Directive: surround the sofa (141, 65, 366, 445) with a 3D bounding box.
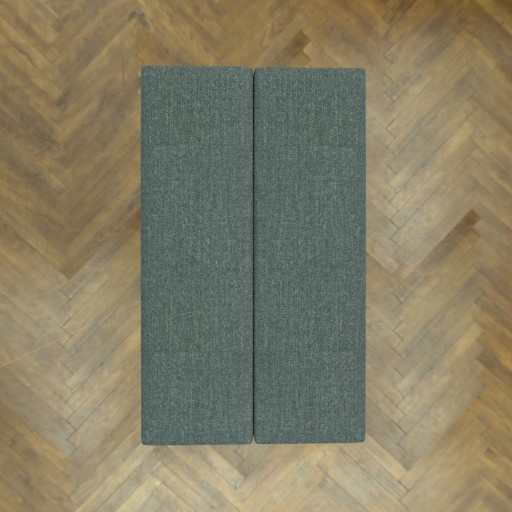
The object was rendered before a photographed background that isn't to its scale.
[{"bbox_3d":[0.000,0.000,1.595,0.782,0.417,1.198,0,90,-2],"label":"sofa"}]
